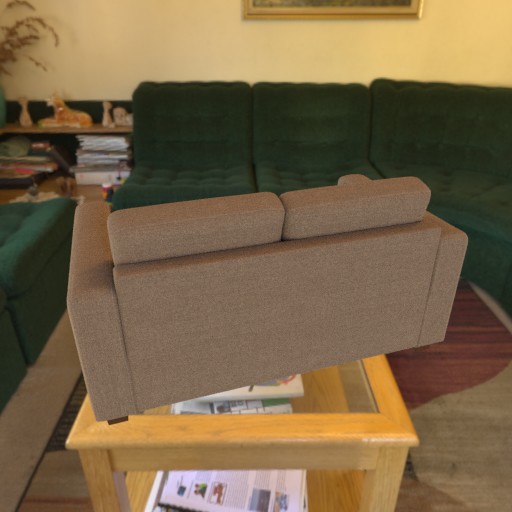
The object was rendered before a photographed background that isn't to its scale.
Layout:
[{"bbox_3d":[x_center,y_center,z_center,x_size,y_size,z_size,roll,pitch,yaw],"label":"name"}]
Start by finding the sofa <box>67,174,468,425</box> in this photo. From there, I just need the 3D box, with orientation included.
[{"bbox_3d":[0.000,0.000,2.004,1.520,0.800,0.900,-9,29,-16],"label":"sofa"}]
